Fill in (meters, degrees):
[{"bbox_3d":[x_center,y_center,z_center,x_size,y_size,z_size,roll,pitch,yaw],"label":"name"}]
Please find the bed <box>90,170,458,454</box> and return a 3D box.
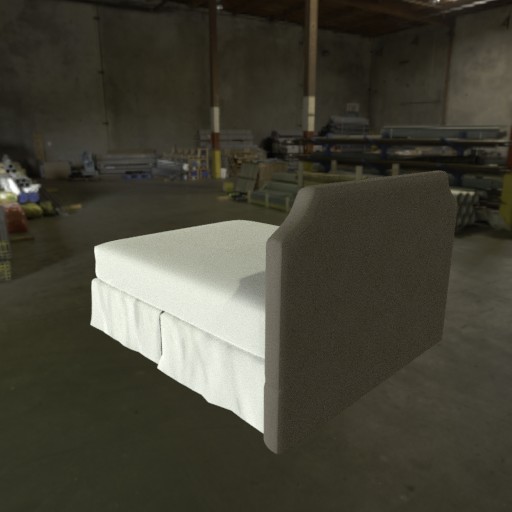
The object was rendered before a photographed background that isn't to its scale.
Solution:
[{"bbox_3d":[0.000,0.000,3.310,1.831,1.297,2.181,-14,21,-43],"label":"bed"}]
